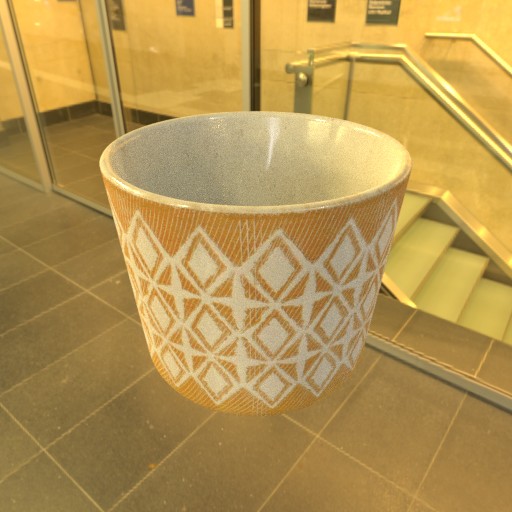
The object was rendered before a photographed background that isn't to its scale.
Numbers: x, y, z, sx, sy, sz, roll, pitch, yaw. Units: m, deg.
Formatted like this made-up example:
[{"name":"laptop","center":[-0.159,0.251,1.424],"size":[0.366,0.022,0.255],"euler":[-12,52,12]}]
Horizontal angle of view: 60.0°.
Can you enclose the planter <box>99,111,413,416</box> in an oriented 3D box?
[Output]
[{"name":"planter","center":[0.000,0.000,0.327],"size":[0.193,0.165,0.193],"euler":[0,31,0]}]
